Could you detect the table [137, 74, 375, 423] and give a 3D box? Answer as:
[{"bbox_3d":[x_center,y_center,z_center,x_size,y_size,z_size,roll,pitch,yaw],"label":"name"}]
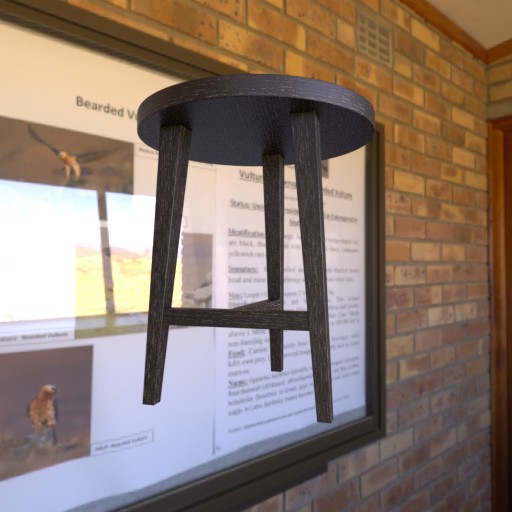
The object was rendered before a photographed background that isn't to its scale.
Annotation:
[{"bbox_3d":[0.000,0.000,0.764,0.399,0.460,0.399,0,-1,0],"label":"table"}]
